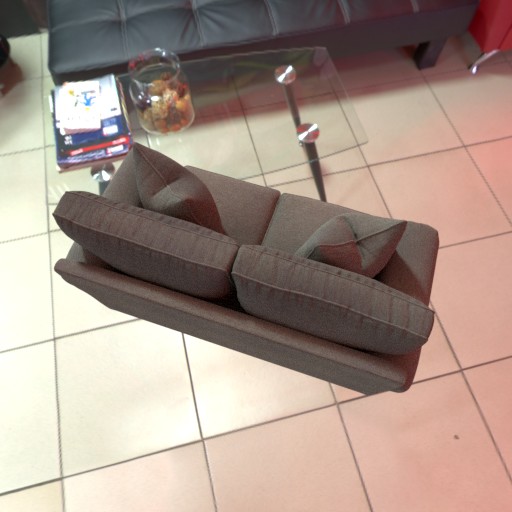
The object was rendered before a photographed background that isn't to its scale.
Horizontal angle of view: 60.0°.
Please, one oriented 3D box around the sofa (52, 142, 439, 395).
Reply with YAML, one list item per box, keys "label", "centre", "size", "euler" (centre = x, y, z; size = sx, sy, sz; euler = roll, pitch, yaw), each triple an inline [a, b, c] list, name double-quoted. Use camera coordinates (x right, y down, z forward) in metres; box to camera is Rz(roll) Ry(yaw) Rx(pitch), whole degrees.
- label: "sofa"
  centre: [0.000, 0.000, 2.257]
  size: [1.701, 0.966, 0.966]
  euler: [17, 64, 8]
